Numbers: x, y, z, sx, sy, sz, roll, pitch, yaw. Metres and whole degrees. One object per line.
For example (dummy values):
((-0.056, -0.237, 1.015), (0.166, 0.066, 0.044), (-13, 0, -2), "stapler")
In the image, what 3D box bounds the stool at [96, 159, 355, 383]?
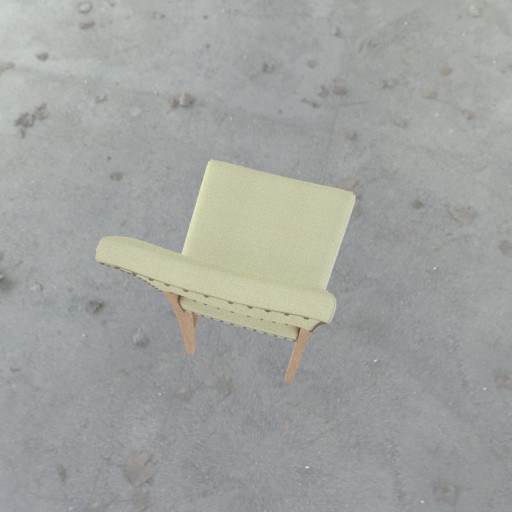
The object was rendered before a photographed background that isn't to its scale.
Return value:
((0.000, 0.000, 1.323), (0.508, 0.986, 0.623), (14, 66, 7), "stool")
